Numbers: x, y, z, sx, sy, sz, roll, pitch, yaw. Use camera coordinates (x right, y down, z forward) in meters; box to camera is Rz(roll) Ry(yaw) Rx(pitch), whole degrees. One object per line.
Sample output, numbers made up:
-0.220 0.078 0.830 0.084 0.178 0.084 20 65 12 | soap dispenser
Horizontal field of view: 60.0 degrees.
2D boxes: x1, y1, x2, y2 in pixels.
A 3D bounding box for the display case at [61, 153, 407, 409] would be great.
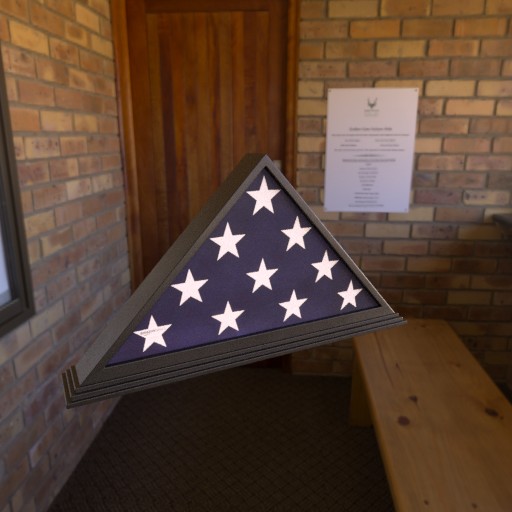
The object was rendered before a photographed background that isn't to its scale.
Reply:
0.000 0.000 0.754 0.640 0.340 0.095 -8 17 -26 | display case
